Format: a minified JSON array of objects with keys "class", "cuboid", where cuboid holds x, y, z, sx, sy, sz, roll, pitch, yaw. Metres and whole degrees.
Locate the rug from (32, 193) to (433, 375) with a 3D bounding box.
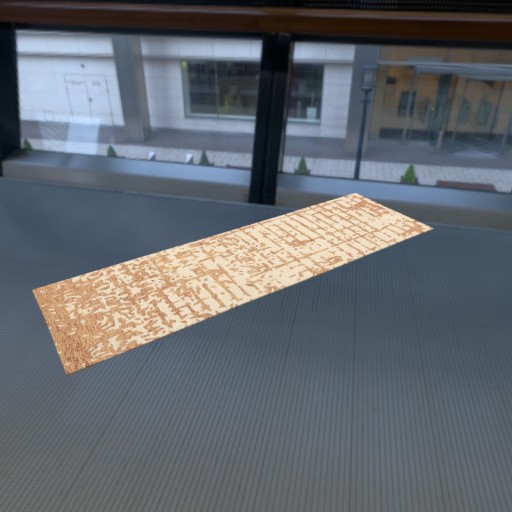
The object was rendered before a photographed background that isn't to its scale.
[{"class":"rug","cuboid":[0.000,0.000,2.730,2.435,0.011,0.750,-19,36,-28]}]
